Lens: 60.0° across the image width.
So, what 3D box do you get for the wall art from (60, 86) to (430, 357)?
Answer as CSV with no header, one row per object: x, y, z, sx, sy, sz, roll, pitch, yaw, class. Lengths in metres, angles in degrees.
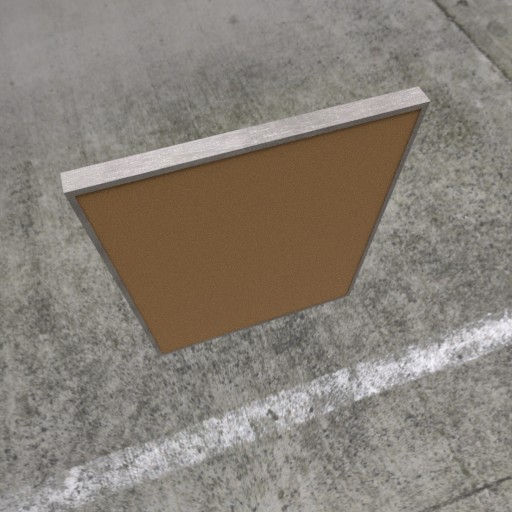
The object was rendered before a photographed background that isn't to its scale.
0.000,0.000,0.713,0.421,0.521,0.032,-17,60,-10,wall art
